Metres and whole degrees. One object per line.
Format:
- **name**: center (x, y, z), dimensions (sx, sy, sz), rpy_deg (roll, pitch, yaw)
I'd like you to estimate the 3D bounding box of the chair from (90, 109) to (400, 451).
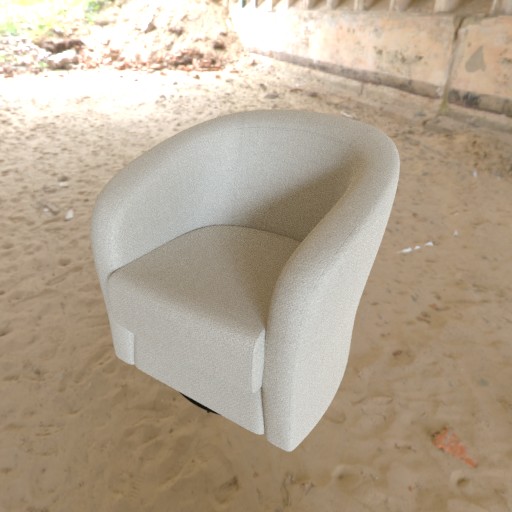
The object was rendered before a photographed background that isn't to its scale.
- **chair**: center (0.000, 0.000, 1.427), dimensions (0.791, 0.771, 0.815), rpy_deg (18, 35, 28)
